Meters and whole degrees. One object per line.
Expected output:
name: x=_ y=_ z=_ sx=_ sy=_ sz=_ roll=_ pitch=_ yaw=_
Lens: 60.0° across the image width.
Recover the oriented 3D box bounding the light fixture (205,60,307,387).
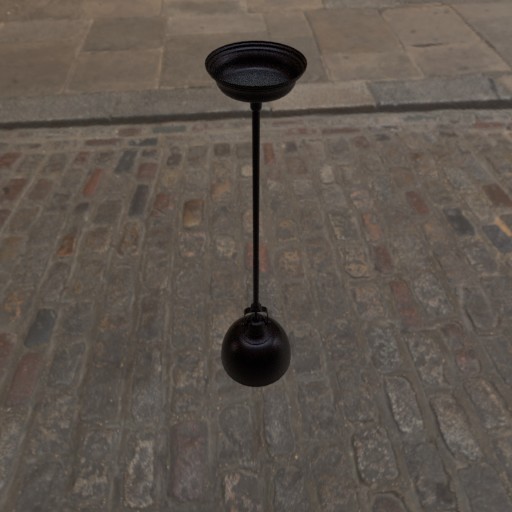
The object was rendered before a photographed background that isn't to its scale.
light fixture: x=0.000 y=0.000 z=0.873 sx=0.182 sy=0.768 sz=0.182 roll=-4 pitch=48 yaw=-3
